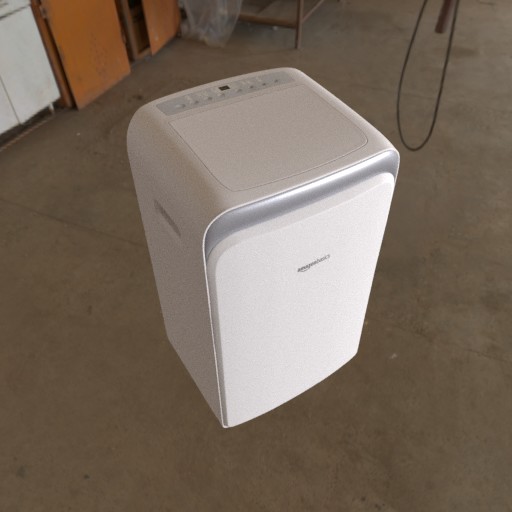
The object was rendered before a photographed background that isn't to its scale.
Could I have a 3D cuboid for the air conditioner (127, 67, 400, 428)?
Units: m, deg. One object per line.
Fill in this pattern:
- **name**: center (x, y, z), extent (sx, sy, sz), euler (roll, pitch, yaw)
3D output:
- **air conditioner**: center (0.000, 0.000, 1.106), extent (0.478, 0.765, 0.467), euler (-23, 51, -21)
